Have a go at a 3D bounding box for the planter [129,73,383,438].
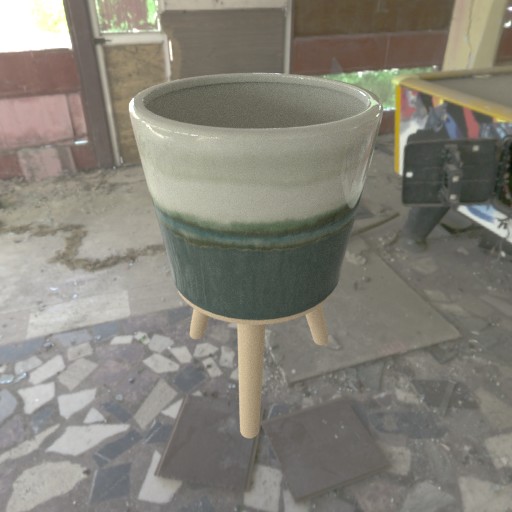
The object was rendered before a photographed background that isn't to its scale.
[{"bbox_3d":[0.000,0.000,0.474,0.217,0.331,0.217,9,34,14],"label":"planter"}]
